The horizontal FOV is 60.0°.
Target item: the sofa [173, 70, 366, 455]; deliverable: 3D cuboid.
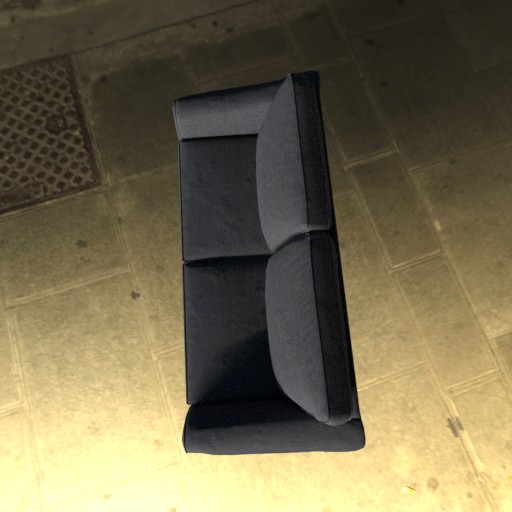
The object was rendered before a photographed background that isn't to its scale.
[{"bbox_3d":[0.000,0.000,2.785,0.971,0.950,2.270,-4,75,-1],"label":"sofa"}]
